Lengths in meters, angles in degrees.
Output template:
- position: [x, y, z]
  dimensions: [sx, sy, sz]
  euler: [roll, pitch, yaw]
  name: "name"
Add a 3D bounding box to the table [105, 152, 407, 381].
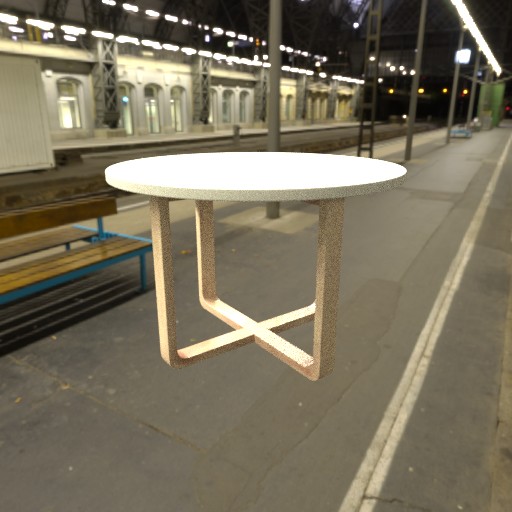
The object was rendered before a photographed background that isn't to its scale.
- position: [0.000, 0.000, 0.988]
  dimensions: [0.600, 0.400, 0.600]
  euler: [0, 18, 0]
  name: "table"
